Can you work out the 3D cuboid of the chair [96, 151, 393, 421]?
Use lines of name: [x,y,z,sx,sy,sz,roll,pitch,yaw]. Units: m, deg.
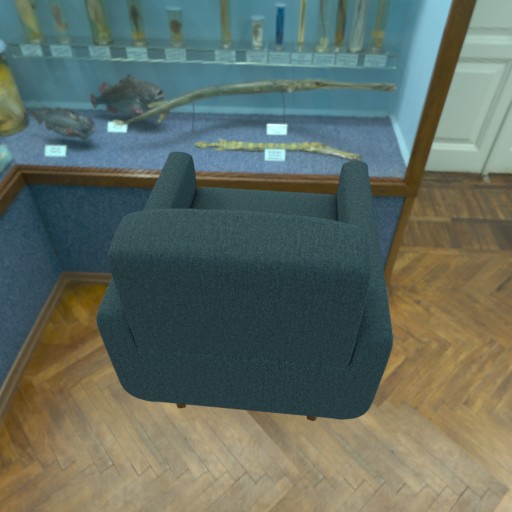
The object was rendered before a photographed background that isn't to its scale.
chair: [0.000,0.000,1.679,0.880,0.940,0.964,4,44,4]
